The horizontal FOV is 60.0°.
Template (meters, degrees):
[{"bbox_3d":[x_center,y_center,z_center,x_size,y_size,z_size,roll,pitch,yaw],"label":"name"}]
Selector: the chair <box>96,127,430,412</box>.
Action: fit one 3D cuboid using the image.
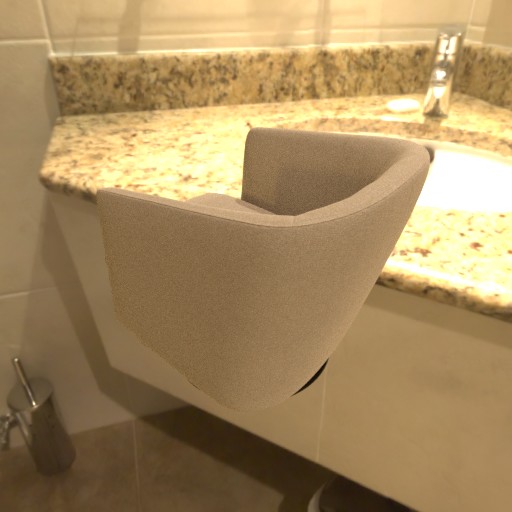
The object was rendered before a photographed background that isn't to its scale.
[{"bbox_3d":[0.000,0.000,1.584,0.986,0.861,0.822,22,39,30],"label":"chair"}]
